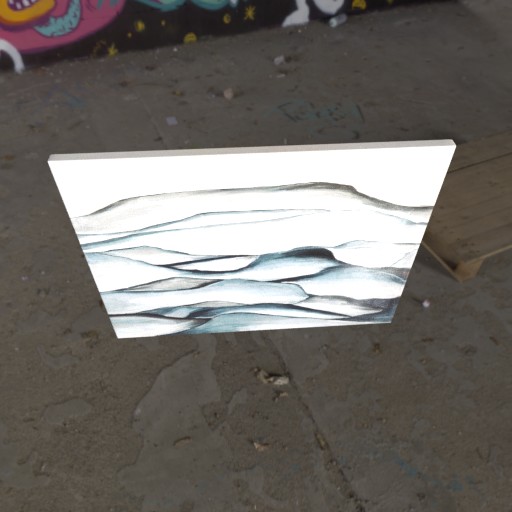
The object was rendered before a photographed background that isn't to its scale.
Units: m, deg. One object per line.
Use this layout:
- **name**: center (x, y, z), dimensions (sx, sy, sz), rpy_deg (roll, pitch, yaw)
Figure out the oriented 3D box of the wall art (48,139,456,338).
- **wall art**: center (0.000, 0.000, 1.657), dimensions (1.219, 0.915, 0.039), rpy_deg (-3, 46, -3)
